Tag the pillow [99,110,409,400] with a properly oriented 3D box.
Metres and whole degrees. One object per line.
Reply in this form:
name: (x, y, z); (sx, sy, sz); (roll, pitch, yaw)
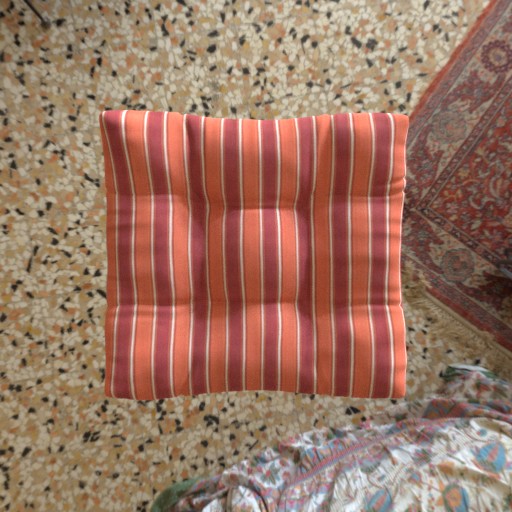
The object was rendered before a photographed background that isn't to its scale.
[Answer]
pillow: (0.000, 0.000, 0.729); (0.490, 0.133, 0.468); (0, 91, -1)
